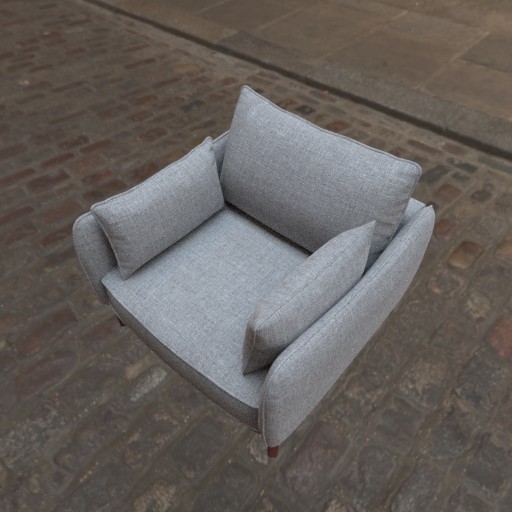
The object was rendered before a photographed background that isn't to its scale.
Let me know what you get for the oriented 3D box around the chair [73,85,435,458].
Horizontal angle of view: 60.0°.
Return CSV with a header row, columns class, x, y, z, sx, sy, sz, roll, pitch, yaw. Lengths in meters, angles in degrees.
class,x,y,z,sx,sy,sz,roll,pitch,yaw
chair,0.000,0.000,1.701,0.993,0.839,0.976,32,55,26
